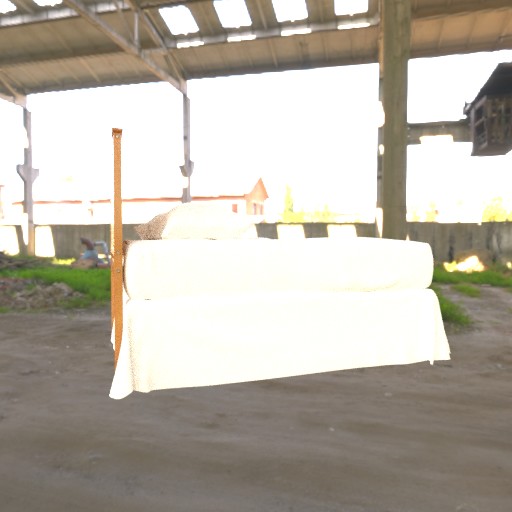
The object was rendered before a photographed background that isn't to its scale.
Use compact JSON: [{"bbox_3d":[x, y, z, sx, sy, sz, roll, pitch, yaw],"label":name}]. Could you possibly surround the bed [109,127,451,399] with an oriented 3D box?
[{"bbox_3d":[0.000,0.000,3.204,2.035,1.273,1.870,0,2,-19],"label":"bed"}]
